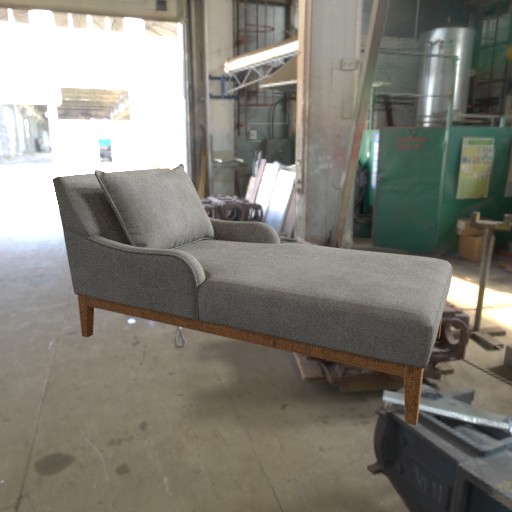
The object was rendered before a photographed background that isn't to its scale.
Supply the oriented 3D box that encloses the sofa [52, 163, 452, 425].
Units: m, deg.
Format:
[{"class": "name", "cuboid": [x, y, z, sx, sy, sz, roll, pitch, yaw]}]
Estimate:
[{"class": "sofa", "cuboid": [0.000, 0.000, 2.225, 1.779, 0.859, 0.894, 7, 16, 26]}]
